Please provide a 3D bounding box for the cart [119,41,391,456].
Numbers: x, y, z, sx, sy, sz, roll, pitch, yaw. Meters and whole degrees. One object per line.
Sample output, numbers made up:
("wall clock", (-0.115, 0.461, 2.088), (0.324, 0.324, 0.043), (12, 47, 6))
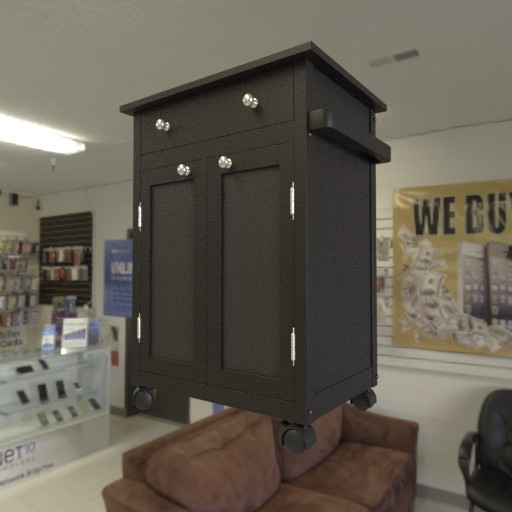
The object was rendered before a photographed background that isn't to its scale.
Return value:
("cart", (0.000, 0.000, 1.275), (0.660, 0.879, 0.456), (-1, -2, 36))
